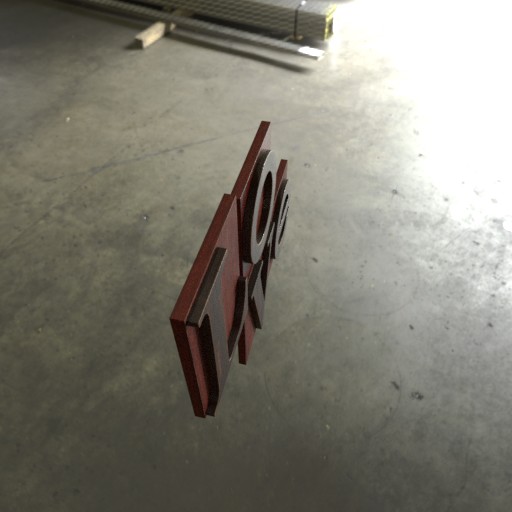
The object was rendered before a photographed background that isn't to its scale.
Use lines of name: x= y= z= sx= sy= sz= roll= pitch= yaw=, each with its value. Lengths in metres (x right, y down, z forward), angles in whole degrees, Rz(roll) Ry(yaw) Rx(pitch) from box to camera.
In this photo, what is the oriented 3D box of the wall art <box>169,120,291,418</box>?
wall art: x=0.000 y=0.000 z=0.839 sx=0.030 sy=0.497 sz=0.635 roll=10 pitch=49 yaw=9
